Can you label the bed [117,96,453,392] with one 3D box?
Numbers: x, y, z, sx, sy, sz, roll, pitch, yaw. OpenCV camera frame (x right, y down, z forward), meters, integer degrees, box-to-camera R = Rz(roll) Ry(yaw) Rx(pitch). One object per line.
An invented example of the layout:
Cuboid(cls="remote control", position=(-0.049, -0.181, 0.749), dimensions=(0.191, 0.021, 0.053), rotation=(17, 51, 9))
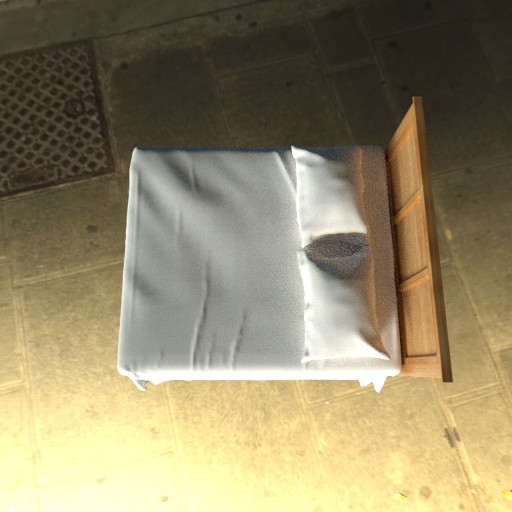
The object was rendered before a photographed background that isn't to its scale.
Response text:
Cuboid(cls="bed", position=(0.000, 0.000, 3.064), dimensions=(2.035, 1.273, 1.870), rotation=(0, 76, 0))
